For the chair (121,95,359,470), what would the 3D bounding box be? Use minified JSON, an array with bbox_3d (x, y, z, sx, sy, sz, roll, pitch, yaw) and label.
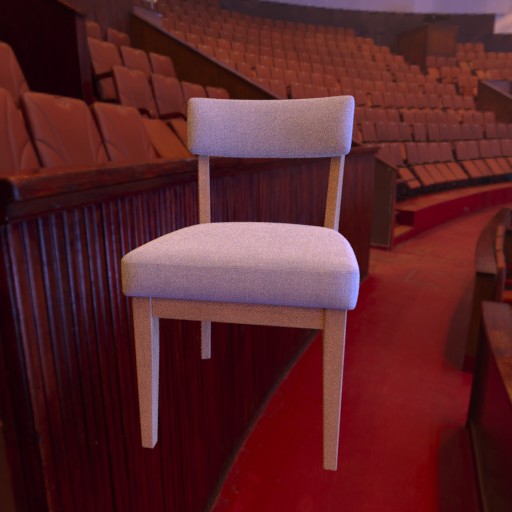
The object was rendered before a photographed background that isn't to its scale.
[{"bbox_3d":[0.000,0.000,1.174,0.508,0.832,0.572,3,15,9],"label":"chair"}]
